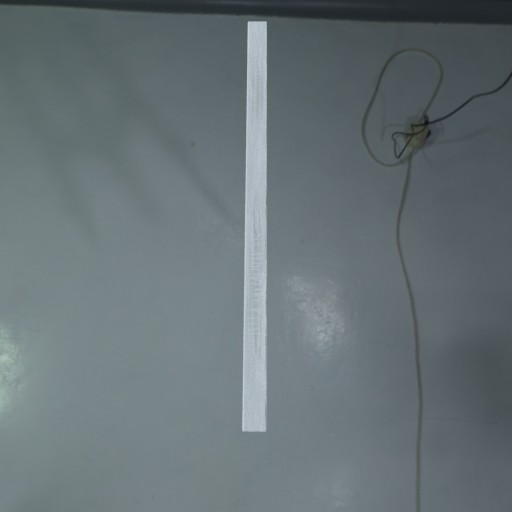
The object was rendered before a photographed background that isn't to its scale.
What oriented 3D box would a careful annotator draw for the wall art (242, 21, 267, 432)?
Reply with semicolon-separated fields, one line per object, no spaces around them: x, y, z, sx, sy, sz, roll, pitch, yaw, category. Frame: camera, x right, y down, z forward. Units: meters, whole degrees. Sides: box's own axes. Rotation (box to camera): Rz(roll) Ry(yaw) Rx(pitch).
0.000;0.000;0.457;0.015;0.303;0.303;0;75;0;wall art
